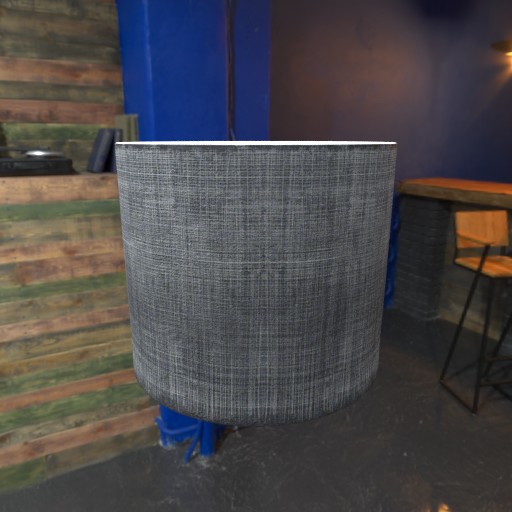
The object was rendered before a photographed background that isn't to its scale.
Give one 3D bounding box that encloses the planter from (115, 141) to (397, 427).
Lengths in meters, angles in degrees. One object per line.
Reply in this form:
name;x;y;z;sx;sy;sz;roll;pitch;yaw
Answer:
planter;0.000;0.000;0.445;0.254;0.221;0.254;0;15;0
